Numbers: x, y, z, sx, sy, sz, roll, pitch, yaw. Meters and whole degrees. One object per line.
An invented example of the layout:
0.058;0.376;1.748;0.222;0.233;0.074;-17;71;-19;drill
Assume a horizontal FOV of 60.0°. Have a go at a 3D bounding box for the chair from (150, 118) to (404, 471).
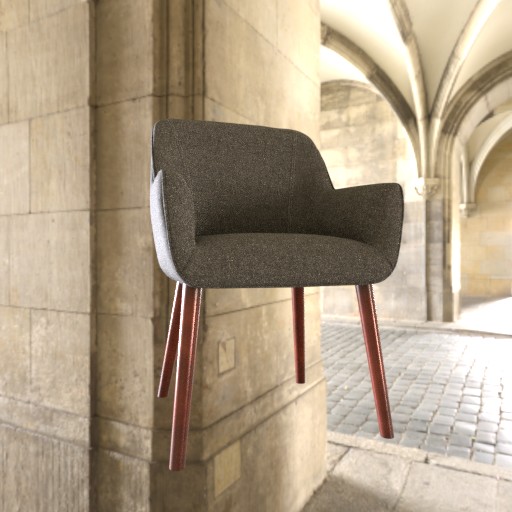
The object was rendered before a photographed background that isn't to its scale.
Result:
0.000;0.000;1.136;0.543;0.803;0.519;0;1;-18;chair
